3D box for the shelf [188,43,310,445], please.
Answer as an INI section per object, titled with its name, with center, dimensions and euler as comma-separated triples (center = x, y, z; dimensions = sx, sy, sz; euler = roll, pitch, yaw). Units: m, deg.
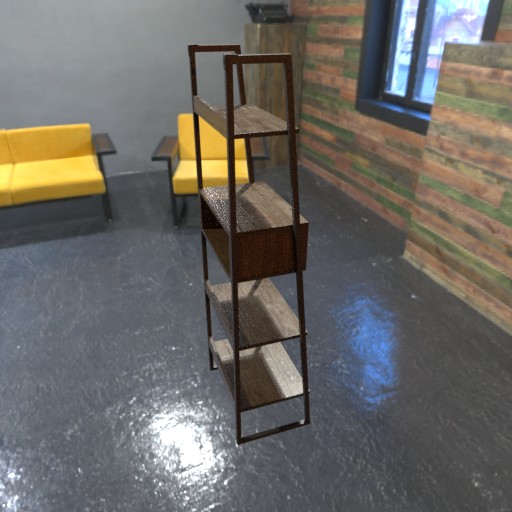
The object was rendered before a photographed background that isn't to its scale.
[shelf]
center = 0.000, 0.000, 2.345
dimensions = 0.454, 2.005, 0.652
euler = -9, 30, -17
